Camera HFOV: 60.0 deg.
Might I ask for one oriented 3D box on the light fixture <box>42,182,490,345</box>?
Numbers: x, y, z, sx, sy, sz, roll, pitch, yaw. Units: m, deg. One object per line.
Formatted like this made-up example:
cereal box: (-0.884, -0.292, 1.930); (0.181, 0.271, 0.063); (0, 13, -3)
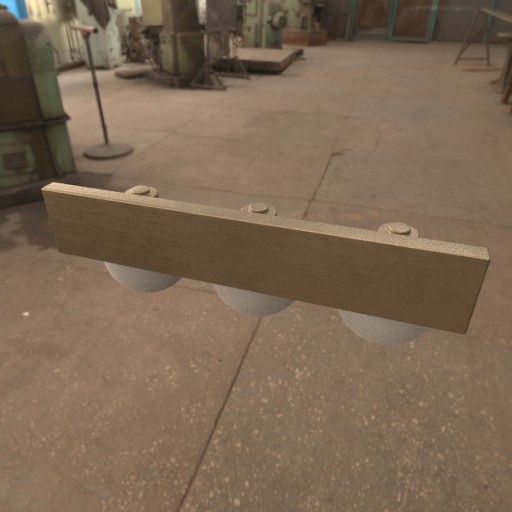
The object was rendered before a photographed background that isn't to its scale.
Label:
light fixture: (0.000, 0.000, 0.833); (0.721, 0.263, 0.218); (10, 33, 16)
